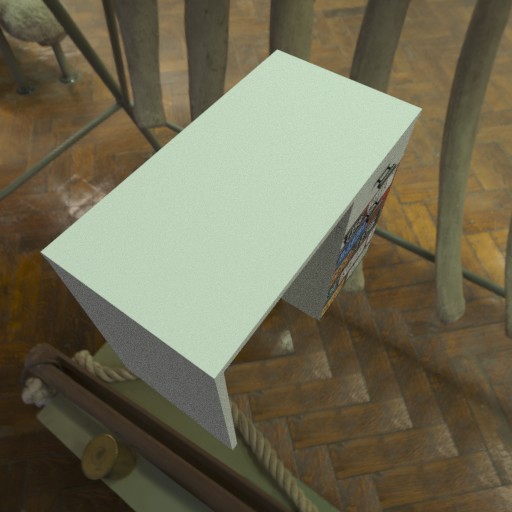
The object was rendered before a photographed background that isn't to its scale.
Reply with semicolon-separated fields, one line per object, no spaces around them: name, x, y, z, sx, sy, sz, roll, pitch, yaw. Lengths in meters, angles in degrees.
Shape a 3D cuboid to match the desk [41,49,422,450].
desk;0.000;0.000;1.367;0.482;0.730;0.898;31;62;18
